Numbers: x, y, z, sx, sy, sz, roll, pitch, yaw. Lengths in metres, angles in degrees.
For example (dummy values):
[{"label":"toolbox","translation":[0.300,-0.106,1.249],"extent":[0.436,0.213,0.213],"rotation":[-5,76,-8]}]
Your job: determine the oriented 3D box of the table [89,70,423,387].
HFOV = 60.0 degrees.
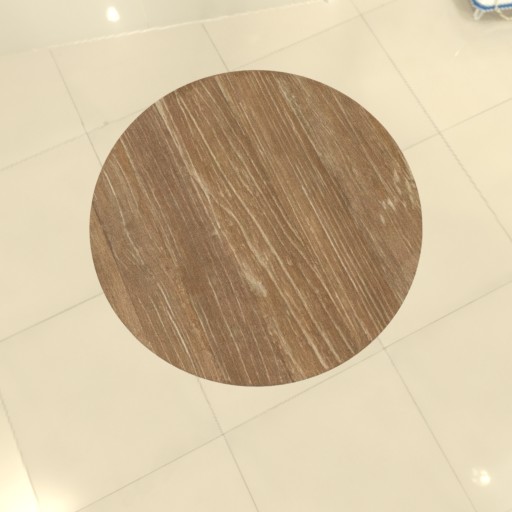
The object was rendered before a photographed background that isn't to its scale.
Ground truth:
[{"label":"table","translation":[0.000,0.000,0.969],"extent":[0.527,0.551,0.527],"rotation":[0,76,0]}]
